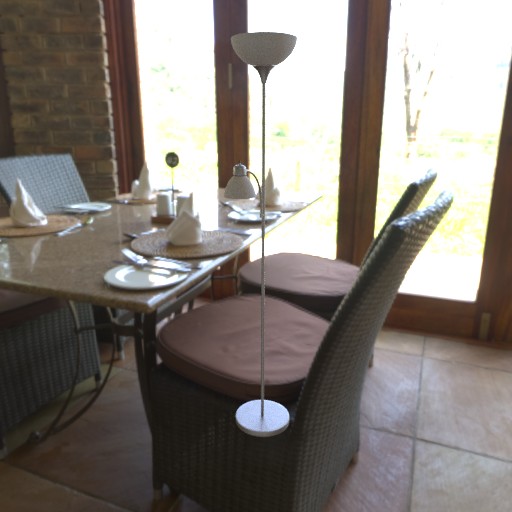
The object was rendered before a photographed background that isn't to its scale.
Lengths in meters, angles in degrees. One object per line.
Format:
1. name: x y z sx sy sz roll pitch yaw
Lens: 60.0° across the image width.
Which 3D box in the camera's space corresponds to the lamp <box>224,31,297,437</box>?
1. lamp: 0.000 0.000 1.986 0.279 1.804 0.425 7 17 25
